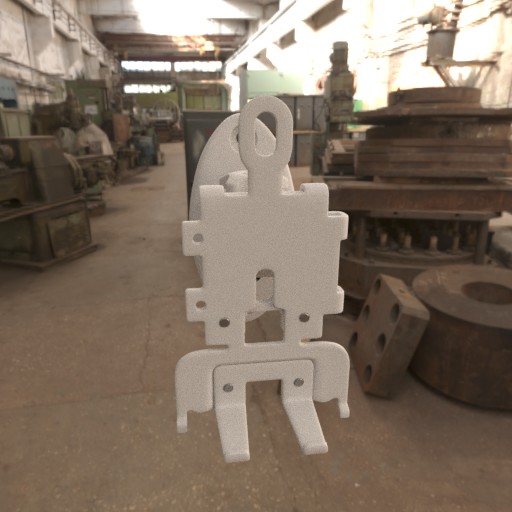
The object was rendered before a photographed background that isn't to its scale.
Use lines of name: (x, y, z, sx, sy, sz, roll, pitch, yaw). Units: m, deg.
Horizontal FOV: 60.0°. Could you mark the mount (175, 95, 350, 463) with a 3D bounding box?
mount: (0.000, 0.000, 0.175, 0.066, 0.118, 0.100, -2, 18, -7)
